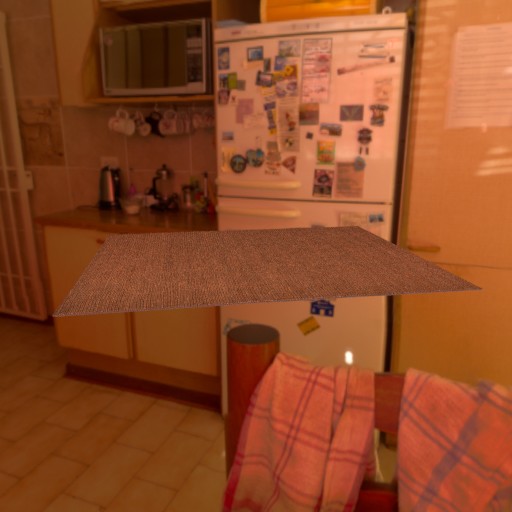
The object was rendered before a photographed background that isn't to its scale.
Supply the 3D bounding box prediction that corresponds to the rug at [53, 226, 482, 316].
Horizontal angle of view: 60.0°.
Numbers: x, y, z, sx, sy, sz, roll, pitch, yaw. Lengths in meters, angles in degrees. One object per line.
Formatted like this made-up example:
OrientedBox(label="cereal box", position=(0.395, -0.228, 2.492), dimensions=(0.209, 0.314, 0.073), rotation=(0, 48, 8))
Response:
OrientedBox(label="rug", position=(0.000, 0.000, 4.254), dimensions=(3.068, 0.021, 2.456), rotation=(-3, 15, -9))
